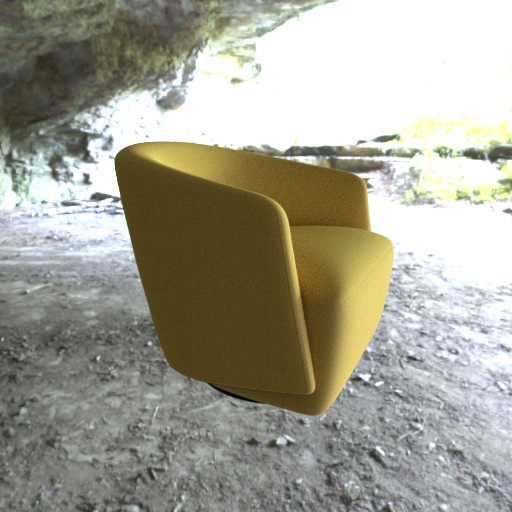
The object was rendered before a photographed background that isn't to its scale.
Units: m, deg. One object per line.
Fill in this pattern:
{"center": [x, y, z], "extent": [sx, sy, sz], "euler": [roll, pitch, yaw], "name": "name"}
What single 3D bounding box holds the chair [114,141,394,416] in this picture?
{"center": [0.000, 0.000, 1.390], "extent": [0.767, 0.698, 0.773], "euler": [7, 16, 26], "name": "chair"}
